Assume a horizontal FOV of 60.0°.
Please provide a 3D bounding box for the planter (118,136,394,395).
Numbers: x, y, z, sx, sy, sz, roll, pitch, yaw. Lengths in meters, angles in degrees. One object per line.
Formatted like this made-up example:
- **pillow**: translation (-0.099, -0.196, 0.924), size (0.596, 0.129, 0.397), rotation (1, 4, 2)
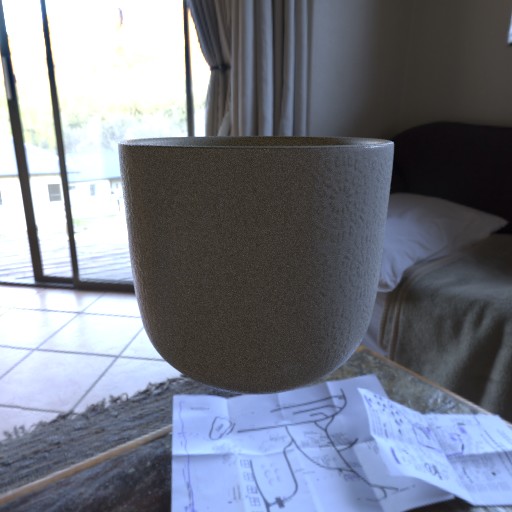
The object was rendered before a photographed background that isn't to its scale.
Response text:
- **planter**: translation (0.000, 0.000, 0.375), size (0.208, 0.190, 0.208), rotation (0, 17, 0)
